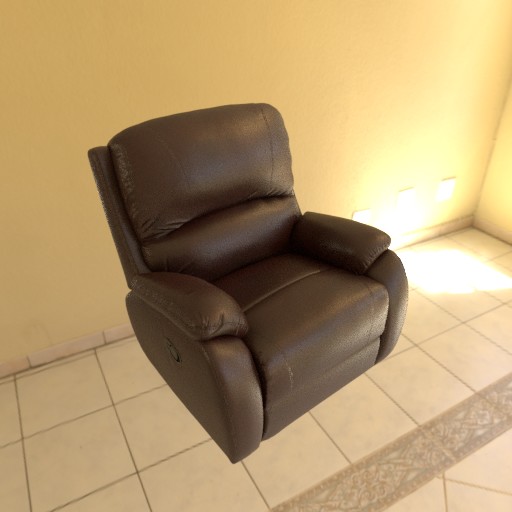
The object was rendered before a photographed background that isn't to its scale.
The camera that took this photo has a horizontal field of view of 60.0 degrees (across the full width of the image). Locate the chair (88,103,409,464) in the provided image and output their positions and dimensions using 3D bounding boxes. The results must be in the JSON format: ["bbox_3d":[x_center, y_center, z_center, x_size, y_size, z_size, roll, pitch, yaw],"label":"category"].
[{"bbox_3d":[0.000,0.000,1.736,0.930,1.011,0.899,-22,38,-32],"label":"chair"}]
